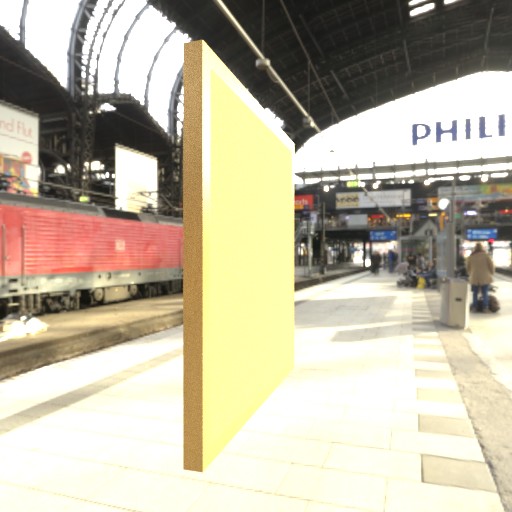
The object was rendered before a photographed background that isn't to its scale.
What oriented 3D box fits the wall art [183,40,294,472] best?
[{"bbox_3d":[0.000,0.000,2.921,0.097,1.936,1.935,0,0,17],"label":"wall art"}]
